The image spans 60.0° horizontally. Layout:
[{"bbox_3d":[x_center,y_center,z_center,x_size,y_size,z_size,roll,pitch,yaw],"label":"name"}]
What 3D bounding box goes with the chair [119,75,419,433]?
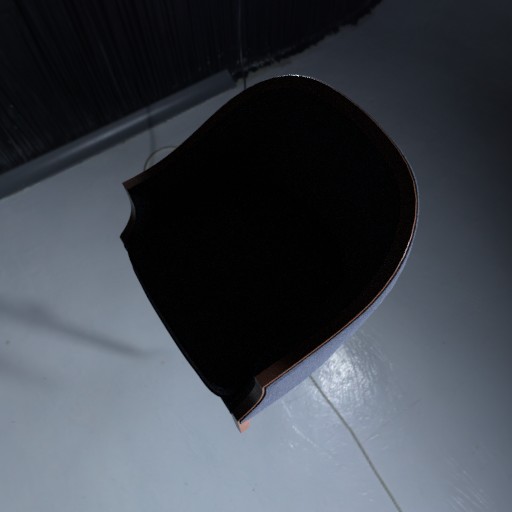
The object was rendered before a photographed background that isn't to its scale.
[{"bbox_3d":[0.000,0.000,1.470,0.735,0.876,0.803,-32,67,-15],"label":"chair"}]
